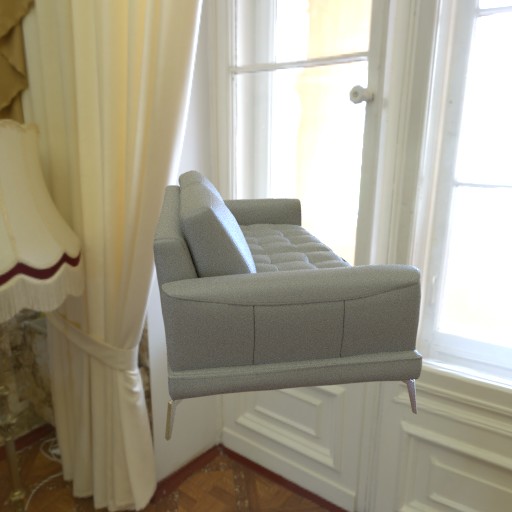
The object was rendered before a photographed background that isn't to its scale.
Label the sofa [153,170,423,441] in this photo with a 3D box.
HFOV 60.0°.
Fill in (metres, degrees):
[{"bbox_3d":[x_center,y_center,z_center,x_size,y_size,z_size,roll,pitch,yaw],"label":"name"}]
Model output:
[{"bbox_3d":[0.000,0.000,2.755,1.121,0.930,2.177,-3,16,-9],"label":"sofa"}]
